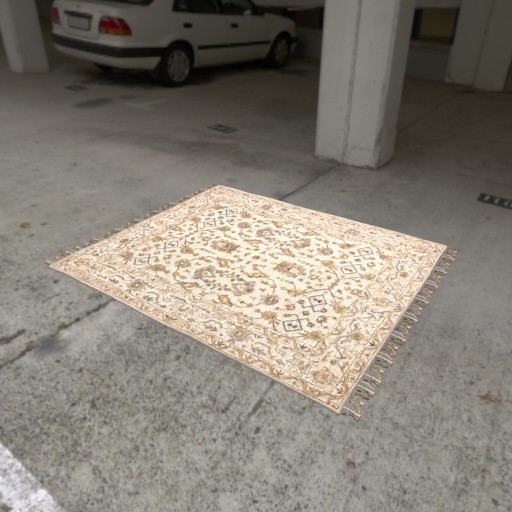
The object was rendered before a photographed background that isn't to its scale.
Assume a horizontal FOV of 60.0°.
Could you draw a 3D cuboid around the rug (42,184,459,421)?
[{"bbox_3d":[0.000,0.000,4.105,3.061,0.034,2.426,19,35,30],"label":"rug"}]
